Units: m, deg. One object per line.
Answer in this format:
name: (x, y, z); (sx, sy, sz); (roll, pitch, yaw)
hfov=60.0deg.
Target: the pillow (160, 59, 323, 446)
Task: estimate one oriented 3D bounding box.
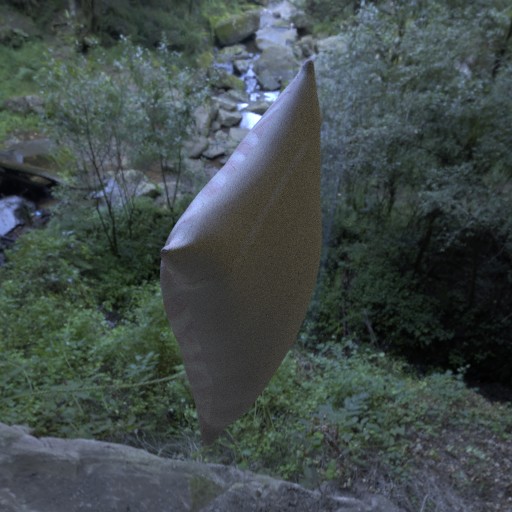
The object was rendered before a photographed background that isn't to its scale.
pillow: (0.000, 0.000, 0.676); (0.182, 0.441, 0.440); (16, 48, 15)
